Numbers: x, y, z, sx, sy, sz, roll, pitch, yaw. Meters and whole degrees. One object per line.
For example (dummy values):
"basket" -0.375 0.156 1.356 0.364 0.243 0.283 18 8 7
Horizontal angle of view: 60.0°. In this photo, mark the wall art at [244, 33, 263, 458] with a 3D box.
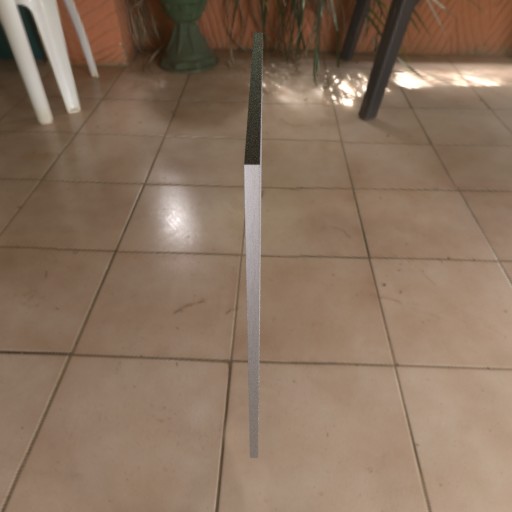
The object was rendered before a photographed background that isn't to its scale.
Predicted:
"wall art" 0.000 0.000 0.674 0.013 0.529 0.376 1 41 1
